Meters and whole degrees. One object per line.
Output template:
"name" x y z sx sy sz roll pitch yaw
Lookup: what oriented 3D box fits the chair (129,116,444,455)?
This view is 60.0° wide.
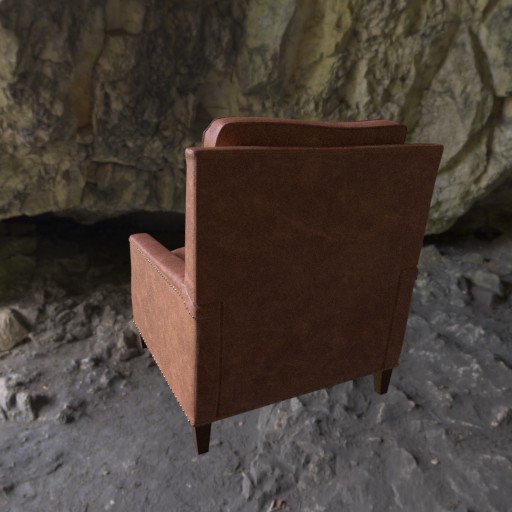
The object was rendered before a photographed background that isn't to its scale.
"chair" 0.000 0.000 1.798 0.854 1.054 1.035 -8 18 -25
